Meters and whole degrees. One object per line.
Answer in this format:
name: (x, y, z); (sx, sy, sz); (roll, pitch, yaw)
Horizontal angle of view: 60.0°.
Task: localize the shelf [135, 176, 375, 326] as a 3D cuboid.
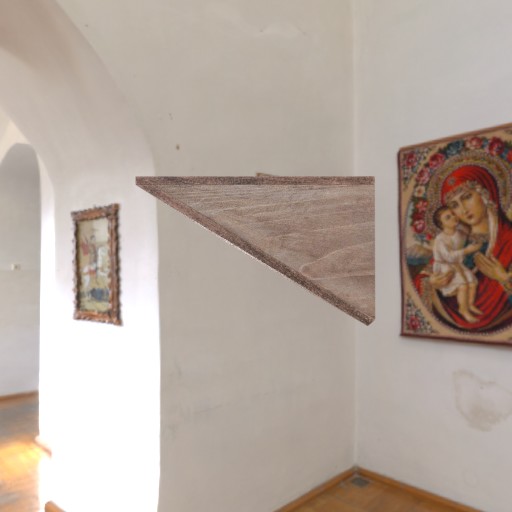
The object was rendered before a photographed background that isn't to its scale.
shelf: (0.000, 0.000, 0.674); (0.200, 0.125, 0.610); (0, -1, 0)
